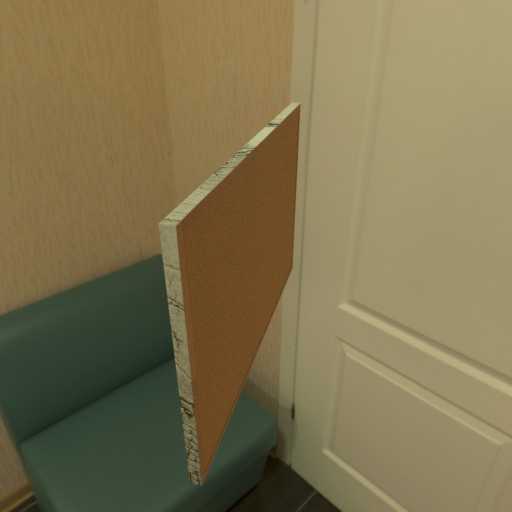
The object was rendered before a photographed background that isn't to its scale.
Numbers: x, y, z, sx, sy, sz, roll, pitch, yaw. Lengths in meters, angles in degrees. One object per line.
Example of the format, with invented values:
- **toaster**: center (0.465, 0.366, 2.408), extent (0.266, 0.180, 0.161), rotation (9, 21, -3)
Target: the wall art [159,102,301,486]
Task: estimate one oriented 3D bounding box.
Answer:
- **wall art**: center (0.000, 0.000, 1.454), extent (0.035, 0.758, 1.141), rotation (8, 31, 14)
